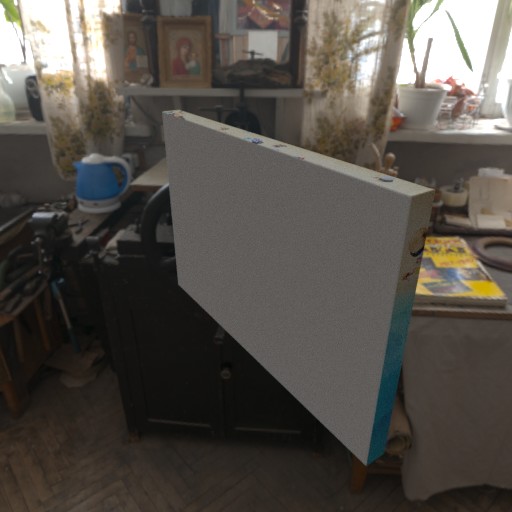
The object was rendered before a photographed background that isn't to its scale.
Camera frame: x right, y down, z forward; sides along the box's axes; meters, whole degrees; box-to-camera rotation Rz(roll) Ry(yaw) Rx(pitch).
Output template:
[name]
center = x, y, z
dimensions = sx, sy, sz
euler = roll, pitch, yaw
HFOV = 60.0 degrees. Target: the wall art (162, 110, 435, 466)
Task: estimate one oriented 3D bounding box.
[wall art]
center = 0.000, 0.000, 0.771
dimensions = 0.039, 0.406, 0.609
euler = -18, 32, -30
